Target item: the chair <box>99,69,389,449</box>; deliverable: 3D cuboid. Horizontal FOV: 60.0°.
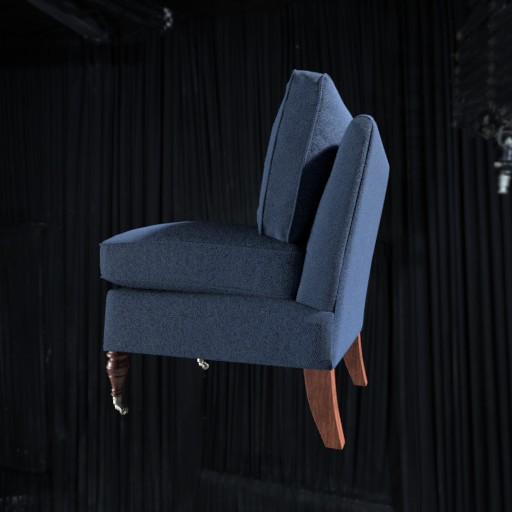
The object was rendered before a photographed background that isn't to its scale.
[{"bbox_3d":[0.000,0.000,1.643,0.912,1.052,0.724,0,0,20],"label":"chair"}]
